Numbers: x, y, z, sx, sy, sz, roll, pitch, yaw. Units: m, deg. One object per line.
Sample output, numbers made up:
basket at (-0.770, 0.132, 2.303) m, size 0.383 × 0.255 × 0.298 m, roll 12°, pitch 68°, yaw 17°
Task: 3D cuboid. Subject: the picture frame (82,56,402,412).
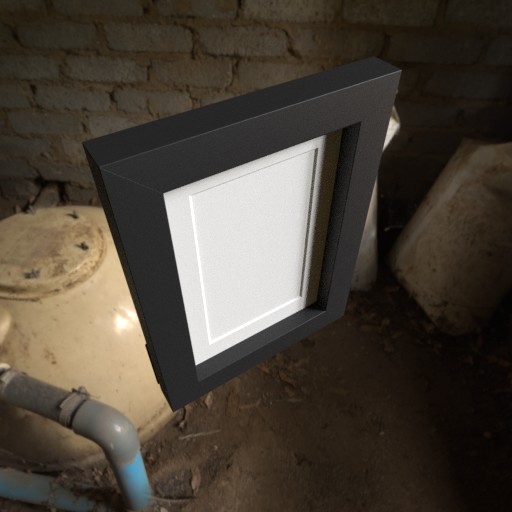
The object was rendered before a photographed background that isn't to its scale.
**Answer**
picture frame at (0.000, 0.000, 0.277) m, size 0.157 × 0.208 × 0.028 m, roll -25°, pitch 51°, yaw -22°
